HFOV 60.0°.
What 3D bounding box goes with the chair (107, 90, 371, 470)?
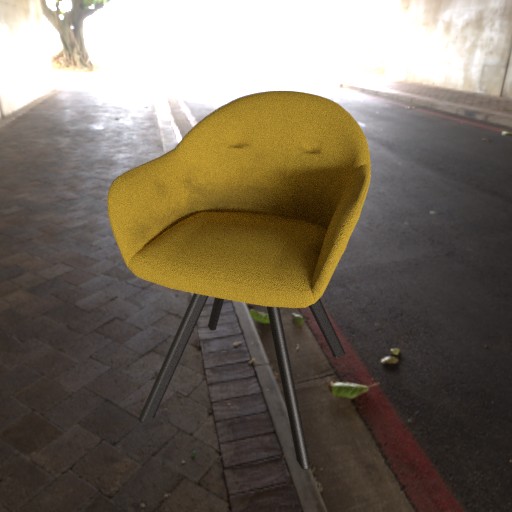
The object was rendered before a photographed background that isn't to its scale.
[{"bbox_3d":[0.000,0.000,1.164,0.545,0.775,0.565,9,27,18],"label":"chair"}]
